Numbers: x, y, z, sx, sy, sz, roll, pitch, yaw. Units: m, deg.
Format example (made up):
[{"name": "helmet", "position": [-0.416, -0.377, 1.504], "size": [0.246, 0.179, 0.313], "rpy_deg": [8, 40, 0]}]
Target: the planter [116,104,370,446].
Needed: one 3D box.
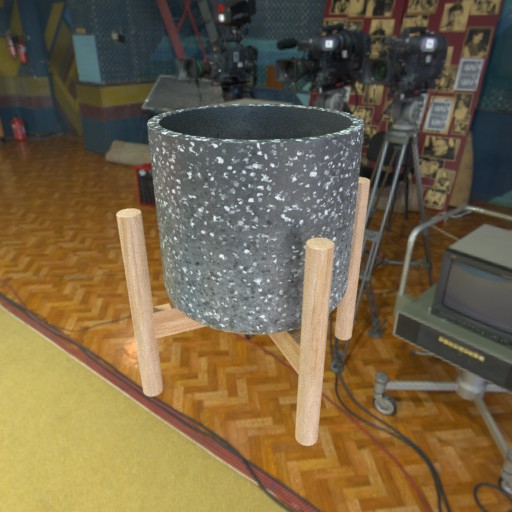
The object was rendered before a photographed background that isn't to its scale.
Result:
[{"name": "planter", "position": [0.000, 0.000, 0.535], "size": [0.284, 0.320, 0.284], "rpy_deg": [0, 27, -1]}]
